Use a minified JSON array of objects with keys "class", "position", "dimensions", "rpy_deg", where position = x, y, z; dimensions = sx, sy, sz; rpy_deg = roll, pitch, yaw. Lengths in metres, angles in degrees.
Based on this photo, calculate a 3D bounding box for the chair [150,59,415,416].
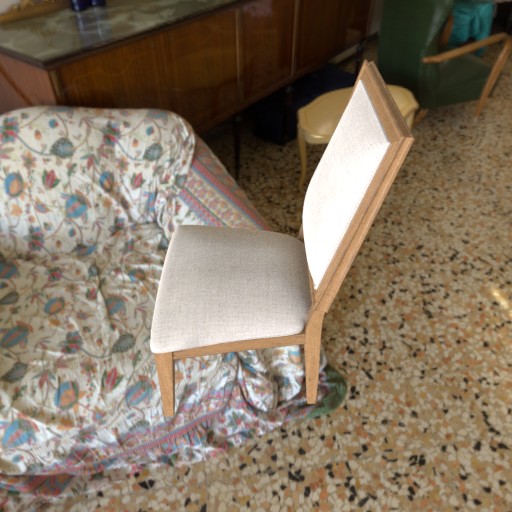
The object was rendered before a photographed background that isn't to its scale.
[{"class":"chair","position":[0.000,0.000,1.315],"dimensions":[0.601,0.988,0.536],"rpy_deg":[0,42,0]}]
